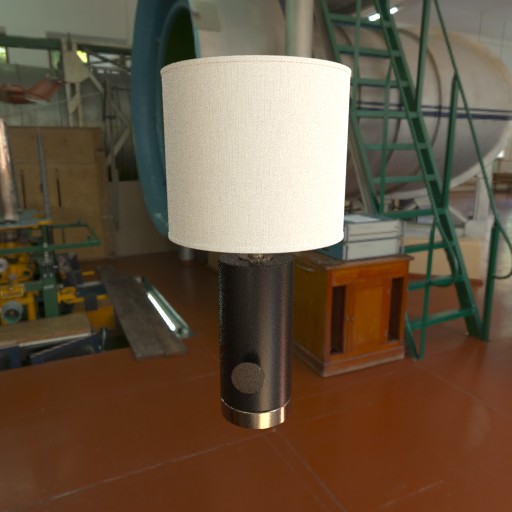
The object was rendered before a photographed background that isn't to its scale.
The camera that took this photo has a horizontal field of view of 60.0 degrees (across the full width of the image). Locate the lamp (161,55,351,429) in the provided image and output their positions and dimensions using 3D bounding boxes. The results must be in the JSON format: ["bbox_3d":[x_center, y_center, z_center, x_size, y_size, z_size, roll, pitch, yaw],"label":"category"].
[{"bbox_3d":[0.000,0.000,0.628,0.241,0.482,0.240,2,14,8],"label":"lamp"}]
